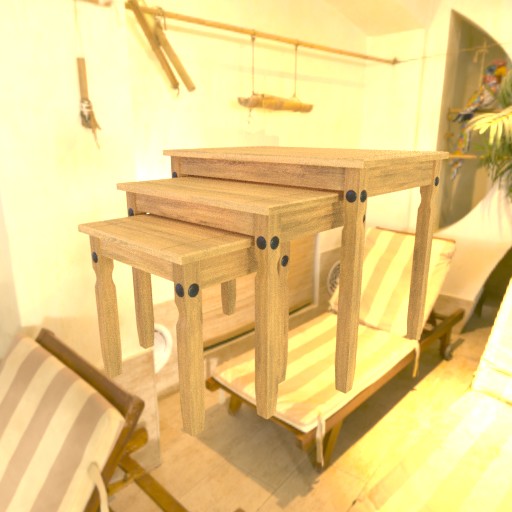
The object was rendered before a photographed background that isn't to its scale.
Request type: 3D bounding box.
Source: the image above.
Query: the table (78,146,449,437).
[{"bbox_3d":[0.000,0.000,1.179,0.660,0.535,0.773,14,21,41],"label":"table"}]
